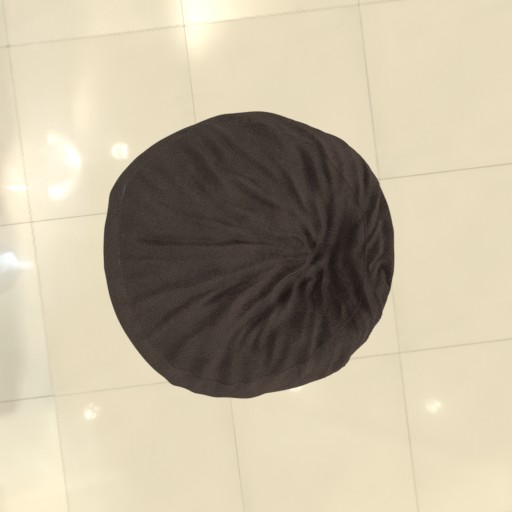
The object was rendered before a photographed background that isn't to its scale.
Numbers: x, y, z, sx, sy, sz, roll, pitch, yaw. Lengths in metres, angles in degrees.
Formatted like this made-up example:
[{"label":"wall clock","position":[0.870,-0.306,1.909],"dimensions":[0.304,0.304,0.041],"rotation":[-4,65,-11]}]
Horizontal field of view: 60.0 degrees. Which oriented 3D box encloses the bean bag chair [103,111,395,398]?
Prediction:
[{"label":"bean bag chair","position":[0.000,0.000,2.047],"dimensions":[1.245,0.821,1.245],"rotation":[0,91,-1]}]
